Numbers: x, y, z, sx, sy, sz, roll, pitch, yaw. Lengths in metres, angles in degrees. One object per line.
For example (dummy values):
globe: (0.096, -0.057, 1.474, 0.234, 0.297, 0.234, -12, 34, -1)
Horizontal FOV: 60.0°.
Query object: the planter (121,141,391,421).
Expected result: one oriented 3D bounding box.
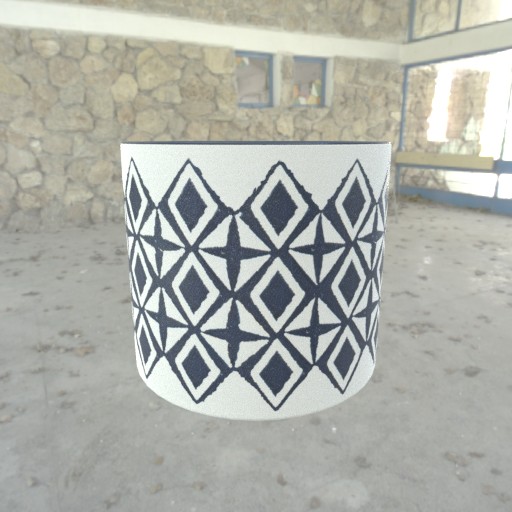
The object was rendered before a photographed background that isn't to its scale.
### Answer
planter: (0.000, 0.000, 0.405, 0.224, 0.203, 0.224, 0, 15, 0)
